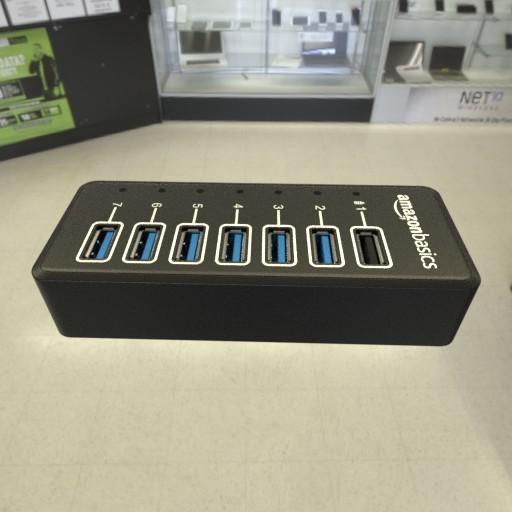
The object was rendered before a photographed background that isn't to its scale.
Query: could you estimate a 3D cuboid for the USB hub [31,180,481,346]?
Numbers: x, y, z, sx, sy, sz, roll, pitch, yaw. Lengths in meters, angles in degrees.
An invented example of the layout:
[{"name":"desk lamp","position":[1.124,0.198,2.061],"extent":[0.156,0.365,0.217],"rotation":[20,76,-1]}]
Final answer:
[{"name":"USB hub","position":[0.000,0.000,0.129],"extent":[0.110,0.023,0.044],"rotation":[1,42,1]}]
